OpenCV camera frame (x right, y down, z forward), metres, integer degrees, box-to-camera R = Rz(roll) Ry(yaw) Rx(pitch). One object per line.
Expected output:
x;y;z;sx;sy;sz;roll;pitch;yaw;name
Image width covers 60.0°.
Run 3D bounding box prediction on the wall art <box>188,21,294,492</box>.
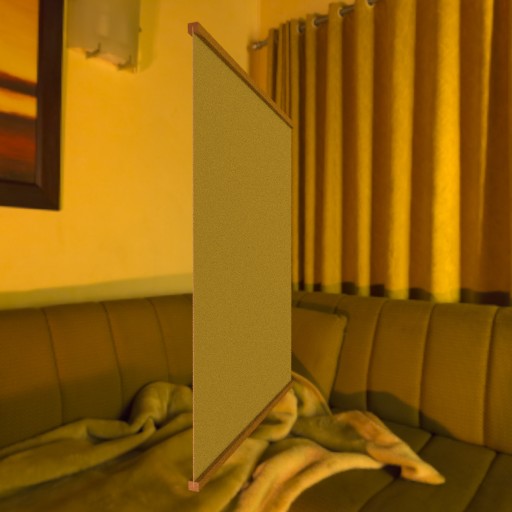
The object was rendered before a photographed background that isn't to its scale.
0.000;0.000;0.671;0.012;0.508;0.405;0;1;20;wall art
